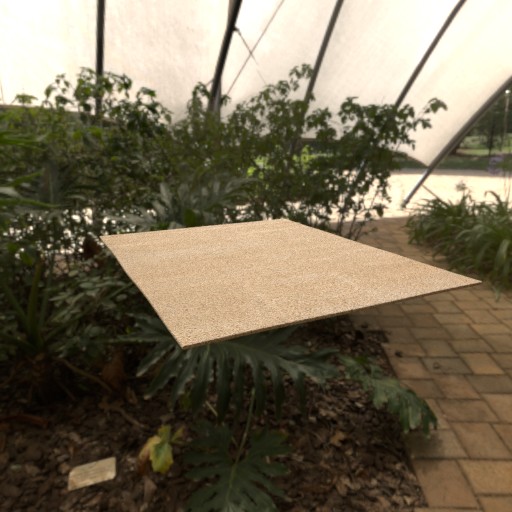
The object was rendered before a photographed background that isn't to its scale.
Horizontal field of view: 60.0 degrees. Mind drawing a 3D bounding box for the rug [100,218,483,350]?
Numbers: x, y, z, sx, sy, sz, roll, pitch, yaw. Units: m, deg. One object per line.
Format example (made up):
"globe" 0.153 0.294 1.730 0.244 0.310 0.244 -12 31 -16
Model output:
"rug" 0.000 0.000 4.186 2.400 0.025 3.000 -8 17 -26
